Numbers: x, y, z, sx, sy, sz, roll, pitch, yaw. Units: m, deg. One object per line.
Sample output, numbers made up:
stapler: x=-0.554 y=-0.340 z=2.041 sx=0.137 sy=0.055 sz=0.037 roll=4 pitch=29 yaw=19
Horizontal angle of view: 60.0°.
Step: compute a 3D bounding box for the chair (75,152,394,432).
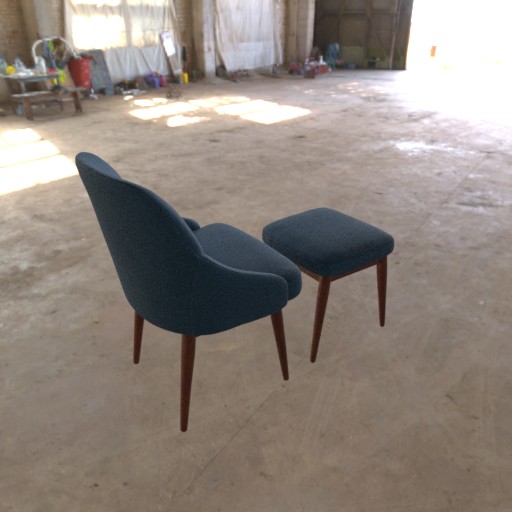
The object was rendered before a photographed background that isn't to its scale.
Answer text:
chair: x=0.000 y=0.000 z=1.631 sx=1.114 sy=0.866 sz=0.584 roll=-18 pitch=32 yaw=-31
